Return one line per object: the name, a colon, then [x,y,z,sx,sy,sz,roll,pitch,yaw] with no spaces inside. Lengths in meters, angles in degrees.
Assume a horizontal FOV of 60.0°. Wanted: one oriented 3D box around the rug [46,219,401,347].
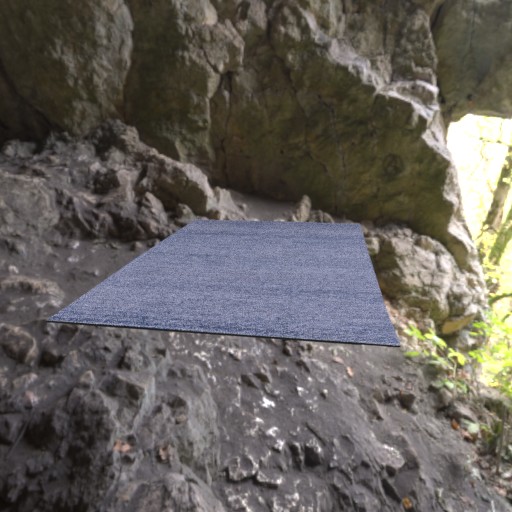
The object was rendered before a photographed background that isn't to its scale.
rug: [0.000,0.000,2.228,1.145,0.021,1.777,3,16,9]
